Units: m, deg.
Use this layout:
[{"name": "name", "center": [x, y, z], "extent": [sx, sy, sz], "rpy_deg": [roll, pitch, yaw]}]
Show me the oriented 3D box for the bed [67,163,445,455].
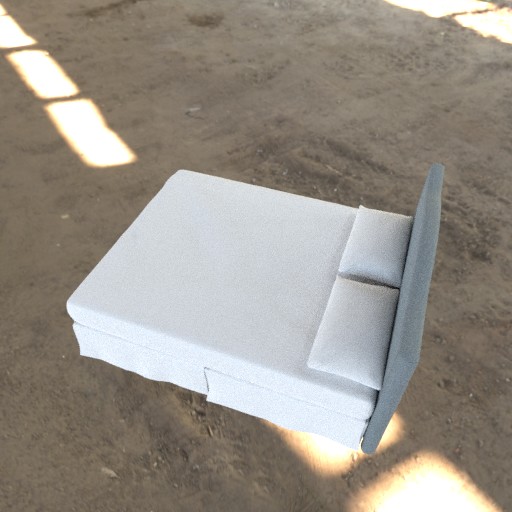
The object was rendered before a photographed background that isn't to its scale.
[{"name": "bed", "center": [0.000, 0.000, 3.888], "extent": [2.689, 1.457, 2.161], "rpy_deg": [15, 48, 14]}]
